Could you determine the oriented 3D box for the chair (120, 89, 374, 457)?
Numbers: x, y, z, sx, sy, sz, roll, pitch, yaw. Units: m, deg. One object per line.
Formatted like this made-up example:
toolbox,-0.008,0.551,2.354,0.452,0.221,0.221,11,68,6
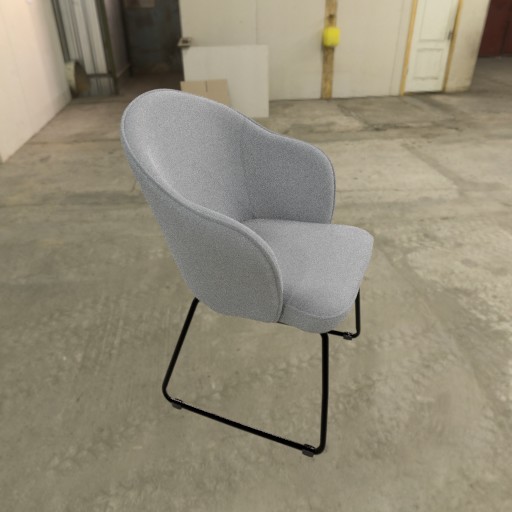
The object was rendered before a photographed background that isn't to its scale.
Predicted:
chair,0.000,0.000,1.213,0.592,0.817,0.570,11,33,18
